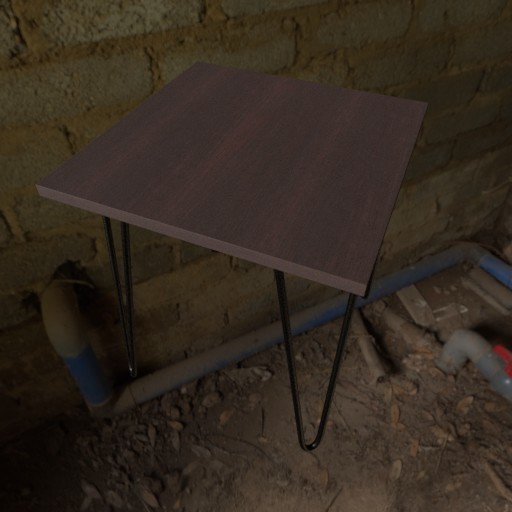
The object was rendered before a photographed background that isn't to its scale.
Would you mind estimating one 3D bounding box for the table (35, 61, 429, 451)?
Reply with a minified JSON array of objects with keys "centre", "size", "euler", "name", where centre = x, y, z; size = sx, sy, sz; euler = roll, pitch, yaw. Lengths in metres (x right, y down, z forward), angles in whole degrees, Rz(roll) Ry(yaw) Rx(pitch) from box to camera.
[{"centre":[0.000,0.000,0.942],"size":[0.495,0.559,0.495],"euler":[17,48,16],"name":"table"}]
